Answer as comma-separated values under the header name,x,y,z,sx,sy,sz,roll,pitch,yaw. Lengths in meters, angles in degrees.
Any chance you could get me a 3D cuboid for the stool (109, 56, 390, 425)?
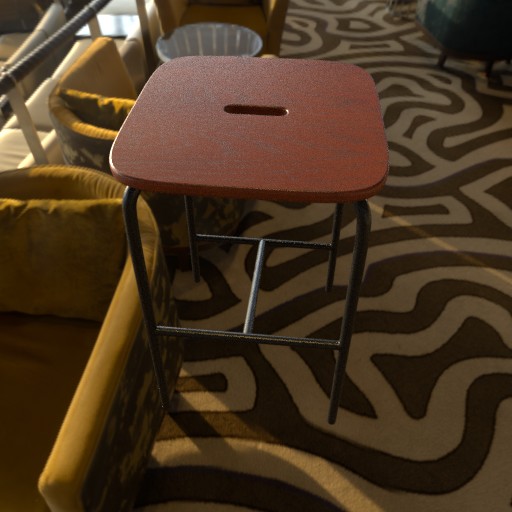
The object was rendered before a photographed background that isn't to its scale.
name,x,y,z,sx,sy,sz,roll,pitch,yaw
stool,0.000,0.000,0.856,0.376,0.610,0.376,4,47,4
